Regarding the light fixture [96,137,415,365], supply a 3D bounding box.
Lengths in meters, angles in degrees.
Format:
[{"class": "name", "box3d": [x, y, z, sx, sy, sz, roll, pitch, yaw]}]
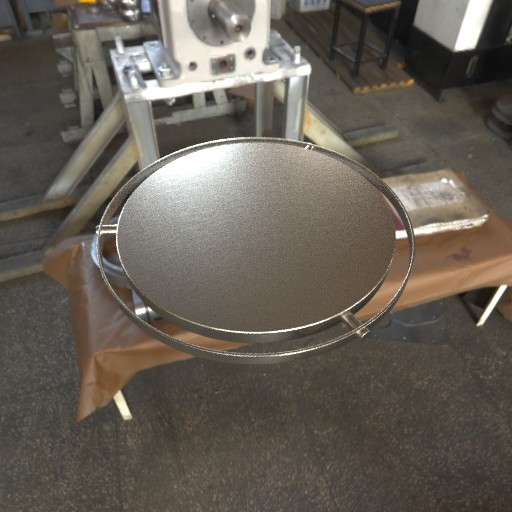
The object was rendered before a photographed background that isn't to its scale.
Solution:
[{"class": "light fixture", "box3d": [0.000, 0.000, 0.560, 0.361, 0.130, 0.361, 0, 46, 0]}]
